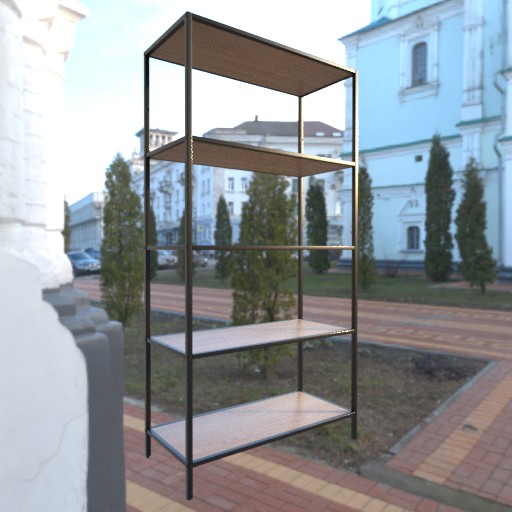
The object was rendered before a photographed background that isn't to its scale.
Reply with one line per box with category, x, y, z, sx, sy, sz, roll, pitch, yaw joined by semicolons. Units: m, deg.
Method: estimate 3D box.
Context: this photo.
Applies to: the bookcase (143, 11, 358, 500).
bookcase;0.000;0.000;1.722;0.770;1.500;0.350;-1;1;-36
